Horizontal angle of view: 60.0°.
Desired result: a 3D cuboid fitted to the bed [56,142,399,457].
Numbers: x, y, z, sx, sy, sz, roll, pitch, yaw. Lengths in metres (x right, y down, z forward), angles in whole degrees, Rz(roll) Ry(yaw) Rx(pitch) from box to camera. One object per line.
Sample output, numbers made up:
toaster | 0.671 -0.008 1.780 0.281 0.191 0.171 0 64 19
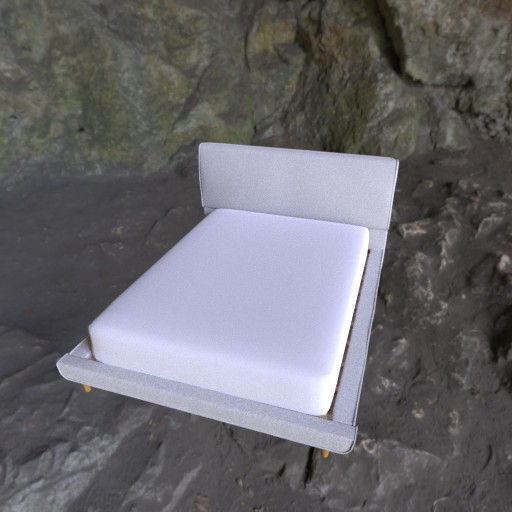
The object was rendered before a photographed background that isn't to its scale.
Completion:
bed | 0.000 0.000 3.336 1.840 1.067 2.368 9 29 16
